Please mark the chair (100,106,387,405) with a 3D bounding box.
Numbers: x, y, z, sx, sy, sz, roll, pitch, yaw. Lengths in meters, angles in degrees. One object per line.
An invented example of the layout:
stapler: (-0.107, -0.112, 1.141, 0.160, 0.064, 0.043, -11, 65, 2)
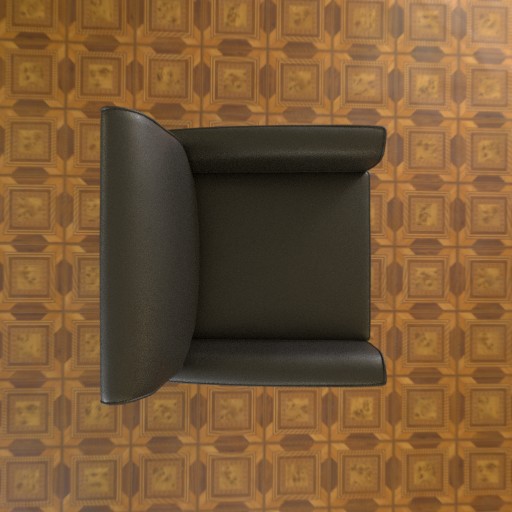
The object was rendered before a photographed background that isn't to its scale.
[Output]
chair: (0.000, 0.000, 1.539, 0.819, 0.916, 0.820, 0, 90, -3)
